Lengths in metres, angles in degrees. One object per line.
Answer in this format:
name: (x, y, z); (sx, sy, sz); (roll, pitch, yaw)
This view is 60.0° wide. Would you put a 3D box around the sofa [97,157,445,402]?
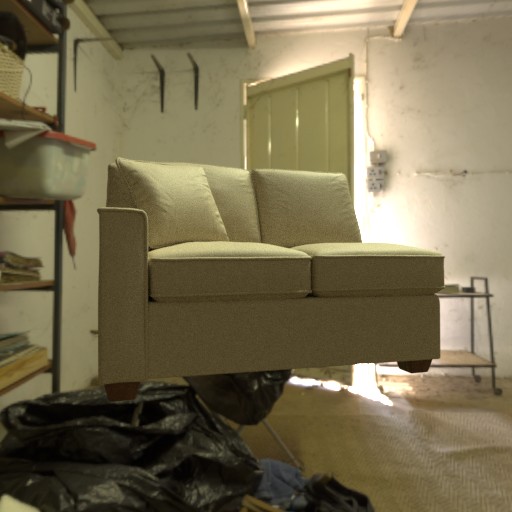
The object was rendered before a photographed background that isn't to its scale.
sofa: (0.000, 0.000, 2.092); (1.388, 0.989, 0.991); (0, -1, -18)
